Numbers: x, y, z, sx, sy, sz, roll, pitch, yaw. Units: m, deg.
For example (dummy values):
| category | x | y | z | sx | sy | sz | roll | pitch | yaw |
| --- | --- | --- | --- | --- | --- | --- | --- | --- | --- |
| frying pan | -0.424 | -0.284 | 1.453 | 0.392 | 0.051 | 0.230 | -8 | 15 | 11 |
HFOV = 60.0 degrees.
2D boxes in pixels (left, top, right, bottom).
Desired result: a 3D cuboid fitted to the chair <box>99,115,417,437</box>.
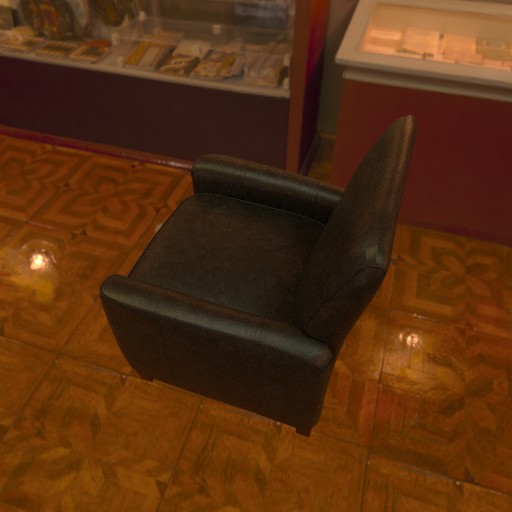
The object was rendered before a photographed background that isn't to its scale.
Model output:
| category | x | y | z | sx | sy | sz | roll | pitch | yaw |
| --- | --- | --- | --- | --- | --- | --- | --- | --- | --- |
| chair | 0.000 | 0.000 | 1.620 | 0.864 | 1.014 | 0.848 | 15 | 49 | 13 |
